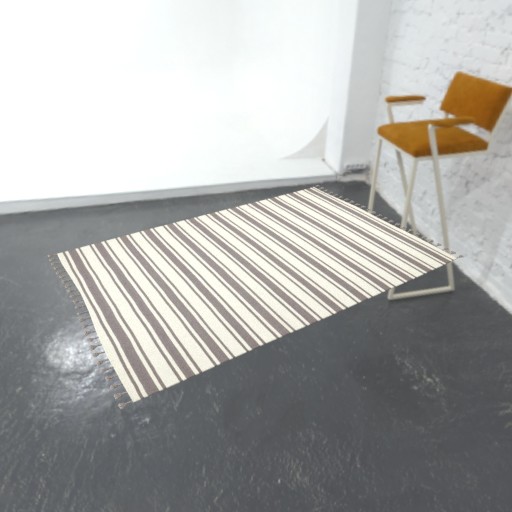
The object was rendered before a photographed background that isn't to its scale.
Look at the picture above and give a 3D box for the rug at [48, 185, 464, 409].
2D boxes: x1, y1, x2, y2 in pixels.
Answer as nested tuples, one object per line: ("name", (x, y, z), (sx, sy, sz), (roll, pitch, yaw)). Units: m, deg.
("rug", (0.000, 0.000, 3.050), (2.425, 0.014, 1.563), (-18, 35, -28))
